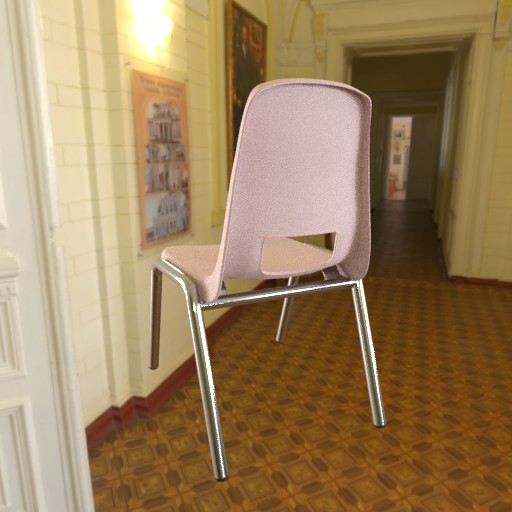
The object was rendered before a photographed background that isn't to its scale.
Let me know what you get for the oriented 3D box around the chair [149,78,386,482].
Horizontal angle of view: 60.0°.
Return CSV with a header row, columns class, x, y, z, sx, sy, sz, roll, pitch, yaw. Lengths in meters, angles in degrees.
class,x,y,z,sx,sy,sz,roll,pitch,yaw
chair,0.000,0.000,0.849,0.354,0.586,0.423,-6,15,-25
